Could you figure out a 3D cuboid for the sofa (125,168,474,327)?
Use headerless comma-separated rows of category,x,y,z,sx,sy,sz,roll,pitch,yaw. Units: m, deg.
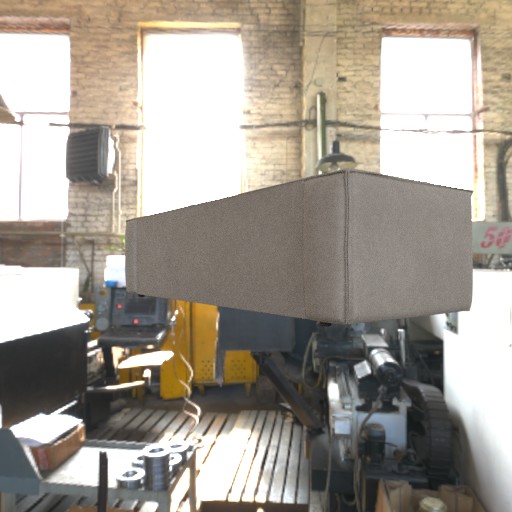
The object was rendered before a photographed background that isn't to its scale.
sofa,0.000,0.000,3.152,1.038,0.680,2.697,1,-1,-36
